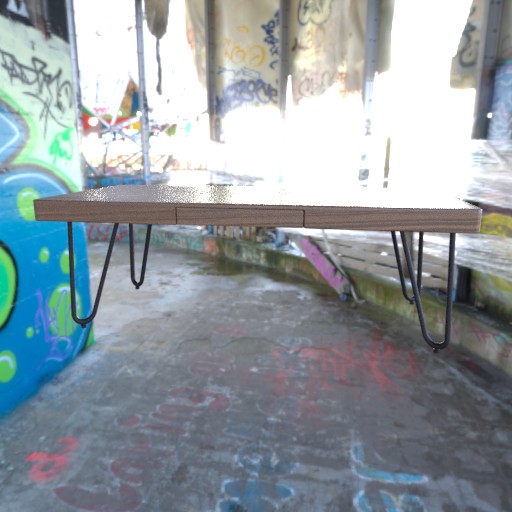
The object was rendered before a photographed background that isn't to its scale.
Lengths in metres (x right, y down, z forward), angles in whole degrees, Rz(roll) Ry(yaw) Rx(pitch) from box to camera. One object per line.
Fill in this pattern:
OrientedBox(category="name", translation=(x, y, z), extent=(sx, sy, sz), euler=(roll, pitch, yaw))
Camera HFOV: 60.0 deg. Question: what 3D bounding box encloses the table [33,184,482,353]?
OrientedBox(category="table", translation=(0.000, 0.000, 1.678), extent=(1.375, 0.468, 0.637), euler=(2, 14, 9))
